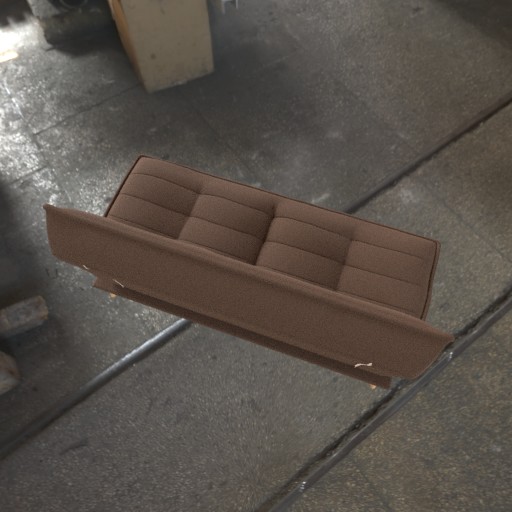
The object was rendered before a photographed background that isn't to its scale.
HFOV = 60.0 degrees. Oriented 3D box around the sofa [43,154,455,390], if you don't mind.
[{"bbox_3d":[0.000,0.000,2.461,1.940,0.890,0.950,18,64,9],"label":"sofa"}]
